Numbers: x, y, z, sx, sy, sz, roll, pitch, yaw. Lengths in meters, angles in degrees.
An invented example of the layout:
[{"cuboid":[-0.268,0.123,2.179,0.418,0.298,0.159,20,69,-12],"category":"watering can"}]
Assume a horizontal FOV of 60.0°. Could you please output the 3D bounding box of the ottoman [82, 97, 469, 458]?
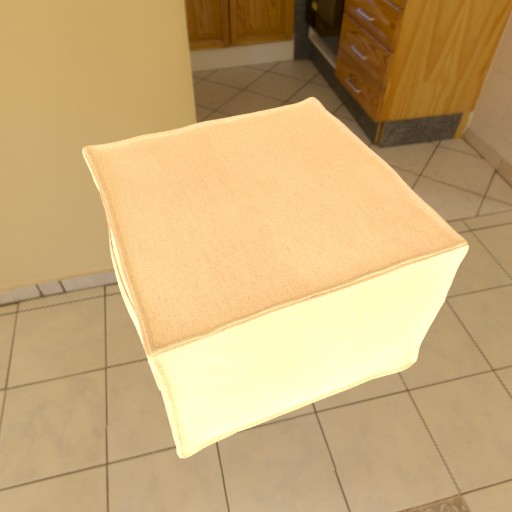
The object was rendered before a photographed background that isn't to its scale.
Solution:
[{"cuboid":[0.000,0.000,1.161,0.696,0.470,0.707,-17,49,-16],"category":"ottoman"}]
